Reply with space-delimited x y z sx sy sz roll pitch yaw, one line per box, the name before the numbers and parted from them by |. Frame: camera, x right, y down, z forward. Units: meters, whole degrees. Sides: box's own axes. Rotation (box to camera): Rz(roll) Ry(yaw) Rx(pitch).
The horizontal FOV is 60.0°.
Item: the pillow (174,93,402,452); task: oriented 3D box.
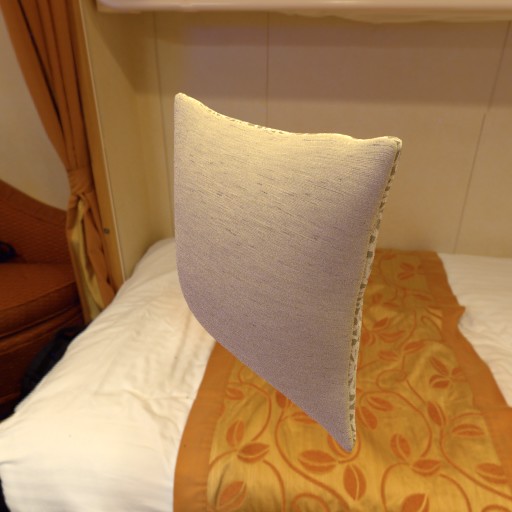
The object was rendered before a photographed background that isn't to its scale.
pillow | 0.000 0.000 0.655 0.167 0.421 0.438 -19 33 -32
